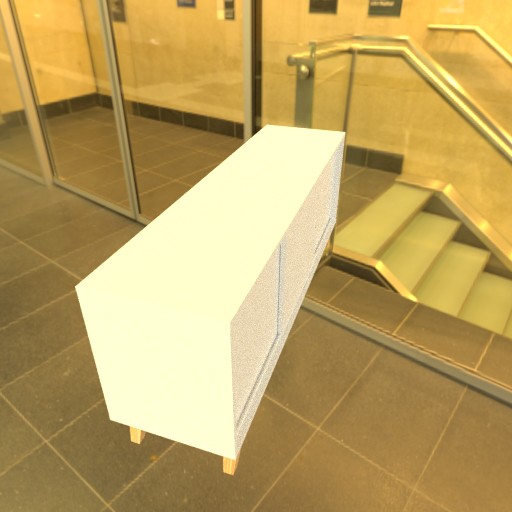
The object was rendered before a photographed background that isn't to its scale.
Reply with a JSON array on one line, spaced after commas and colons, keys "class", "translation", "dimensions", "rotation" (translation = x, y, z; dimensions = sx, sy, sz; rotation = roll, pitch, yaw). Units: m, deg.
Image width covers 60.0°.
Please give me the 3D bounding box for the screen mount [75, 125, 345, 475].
[{"class": "screen mount", "translation": [0.000, 0.000, 1.767], "dimensions": [0.400, 0.619, 1.490], "rotation": [10, 33, 16]}]
